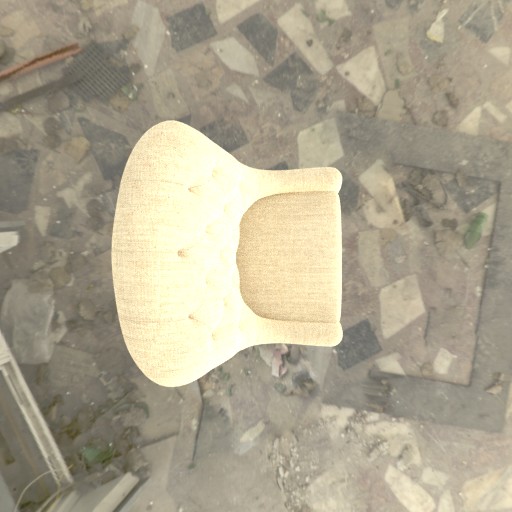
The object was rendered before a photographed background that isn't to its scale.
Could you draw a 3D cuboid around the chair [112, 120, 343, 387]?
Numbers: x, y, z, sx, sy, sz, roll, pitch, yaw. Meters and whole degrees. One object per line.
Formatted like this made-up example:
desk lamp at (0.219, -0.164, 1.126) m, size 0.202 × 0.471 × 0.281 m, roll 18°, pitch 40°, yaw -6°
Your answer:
chair at (0.000, 0.000, 1.482) m, size 0.629 × 1.091 × 0.634 m, roll 0°, pitch 89°, yaw 0°
